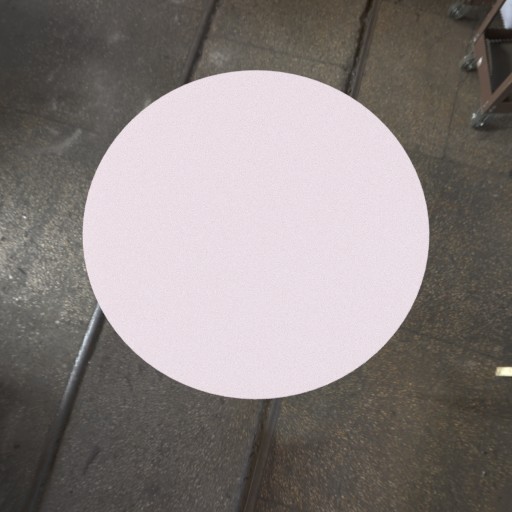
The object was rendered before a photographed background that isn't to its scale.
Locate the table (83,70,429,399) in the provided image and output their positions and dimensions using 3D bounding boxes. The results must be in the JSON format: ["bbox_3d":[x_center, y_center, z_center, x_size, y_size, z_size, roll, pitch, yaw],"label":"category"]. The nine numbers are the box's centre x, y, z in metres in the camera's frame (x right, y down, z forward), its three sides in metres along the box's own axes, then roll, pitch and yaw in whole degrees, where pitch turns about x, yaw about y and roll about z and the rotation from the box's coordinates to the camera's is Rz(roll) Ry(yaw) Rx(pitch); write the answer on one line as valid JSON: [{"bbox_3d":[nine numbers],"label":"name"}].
[{"bbox_3d":[0.000,0.000,1.519,0.896,0.762,0.896,0,75,0],"label":"table"}]
